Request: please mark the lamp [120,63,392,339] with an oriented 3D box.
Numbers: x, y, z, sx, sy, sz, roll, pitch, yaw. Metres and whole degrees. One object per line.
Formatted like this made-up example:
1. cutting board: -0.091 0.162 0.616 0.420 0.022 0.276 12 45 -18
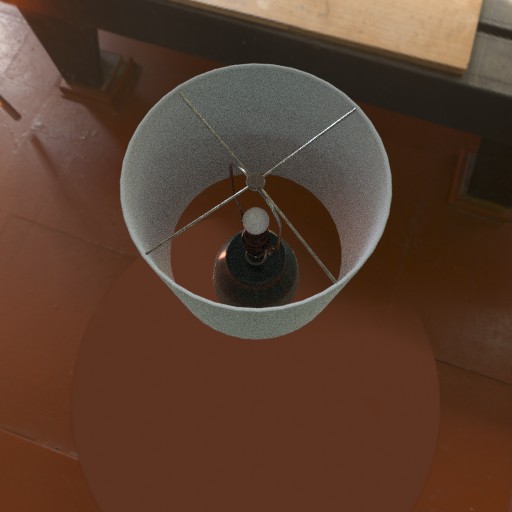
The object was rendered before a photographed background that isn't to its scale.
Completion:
1. lamp: 0.000 0.000 0.571 0.217 0.453 0.217 -36 77 -10
